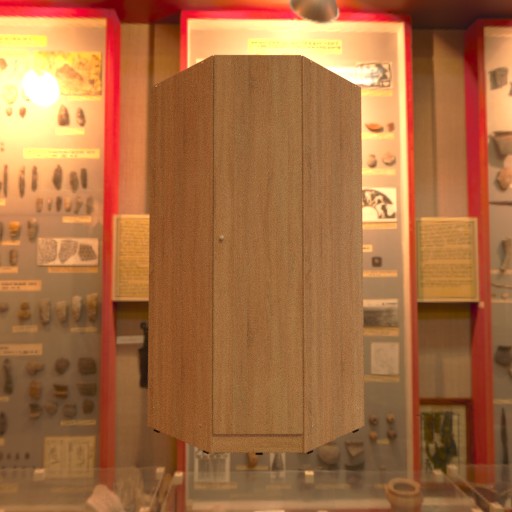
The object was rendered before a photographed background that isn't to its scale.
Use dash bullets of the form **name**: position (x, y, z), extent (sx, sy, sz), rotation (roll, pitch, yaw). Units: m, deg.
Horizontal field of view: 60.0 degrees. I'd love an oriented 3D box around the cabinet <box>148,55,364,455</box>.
- **cabinet**: position (0.000, 0.000, 2.868), extent (1.327, 2.120, 1.094), rotation (0, -2, 0)
